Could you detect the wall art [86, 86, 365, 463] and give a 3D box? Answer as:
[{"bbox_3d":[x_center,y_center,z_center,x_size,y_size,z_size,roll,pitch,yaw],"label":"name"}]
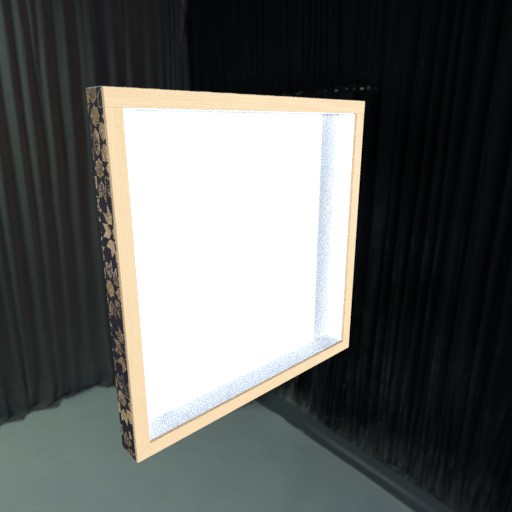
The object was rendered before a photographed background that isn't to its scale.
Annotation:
[{"bbox_3d":[0.000,0.000,0.595,0.405,0.405,0.038,-15,22,-41],"label":"wall art"}]
